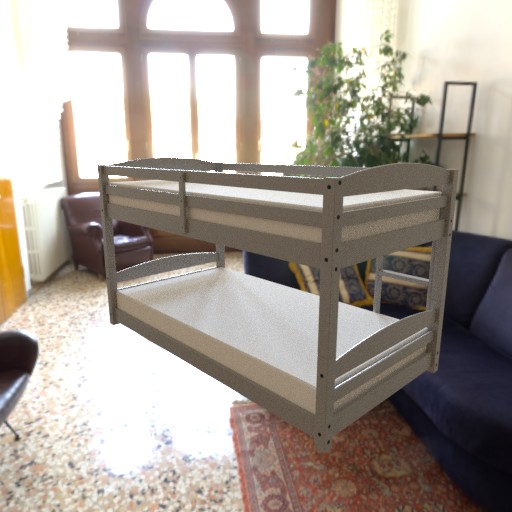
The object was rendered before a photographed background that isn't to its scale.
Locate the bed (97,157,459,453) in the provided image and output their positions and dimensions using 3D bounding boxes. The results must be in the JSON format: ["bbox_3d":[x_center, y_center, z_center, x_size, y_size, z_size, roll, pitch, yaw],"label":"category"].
[{"bbox_3d":[0.000,0.000,2.829,1.105,1.206,2.013,-13,18,-42],"label":"bed"}]
